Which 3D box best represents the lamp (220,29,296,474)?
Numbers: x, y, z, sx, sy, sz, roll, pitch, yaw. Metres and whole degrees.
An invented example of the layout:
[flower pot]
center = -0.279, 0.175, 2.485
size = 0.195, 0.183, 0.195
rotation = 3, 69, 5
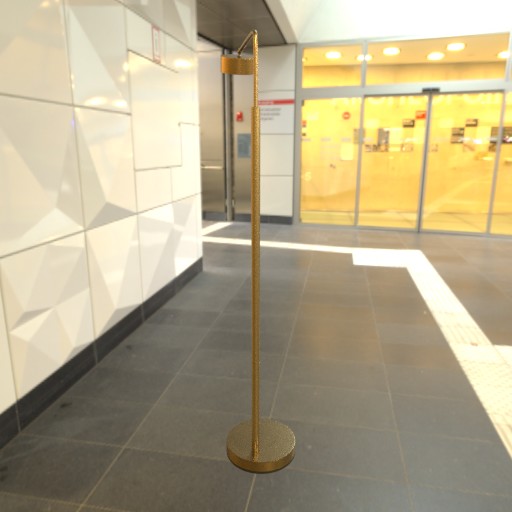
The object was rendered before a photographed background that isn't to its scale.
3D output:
[lamp]
center = 0.000, 0.000, 1.369
size = 0.219, 1.230, 0.418
rotation = -2, 14, -9
